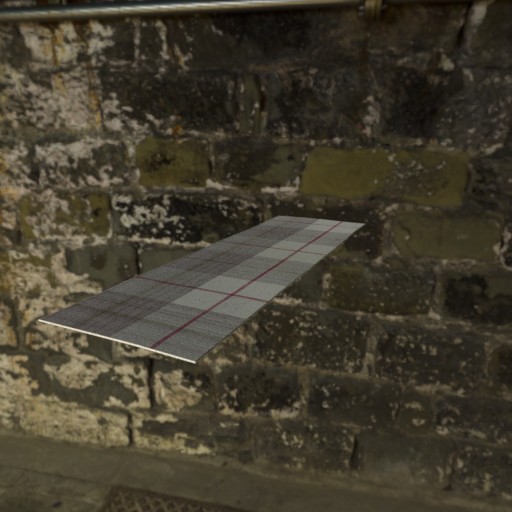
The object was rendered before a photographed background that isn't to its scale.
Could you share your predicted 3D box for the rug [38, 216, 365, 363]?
[{"bbox_3d":[0.000,0.000,2.682,0.762,0.013,2.439,8,18,25],"label":"rug"}]
